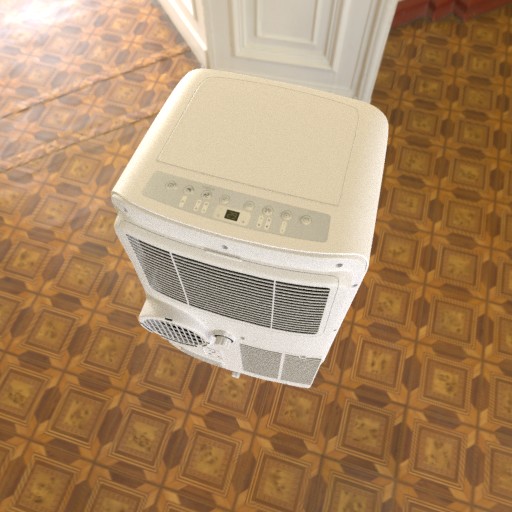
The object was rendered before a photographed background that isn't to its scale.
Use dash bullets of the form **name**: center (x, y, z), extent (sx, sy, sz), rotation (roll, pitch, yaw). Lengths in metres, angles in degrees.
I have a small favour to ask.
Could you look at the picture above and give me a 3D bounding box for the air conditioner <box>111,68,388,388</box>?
- **air conditioner**: center (0.000, 0.000, 1.073), extent (0.478, 0.765, 0.467), rotation (15, 64, 7)
